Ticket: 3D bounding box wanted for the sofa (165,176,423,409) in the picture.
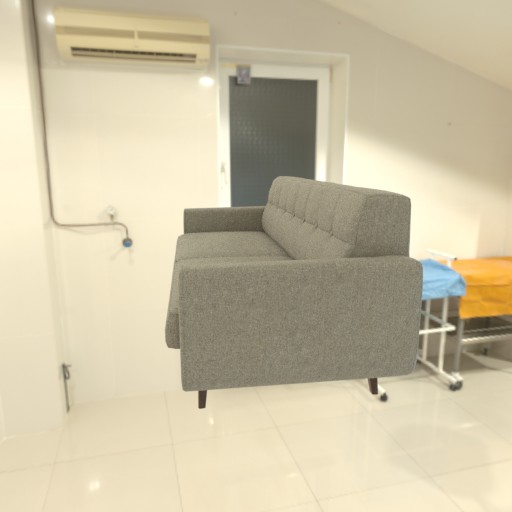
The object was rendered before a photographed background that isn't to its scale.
[{"bbox_3d":[0.000,0.000,2.595,0.968,0.873,2.055,-2,12,-8],"label":"sofa"}]
